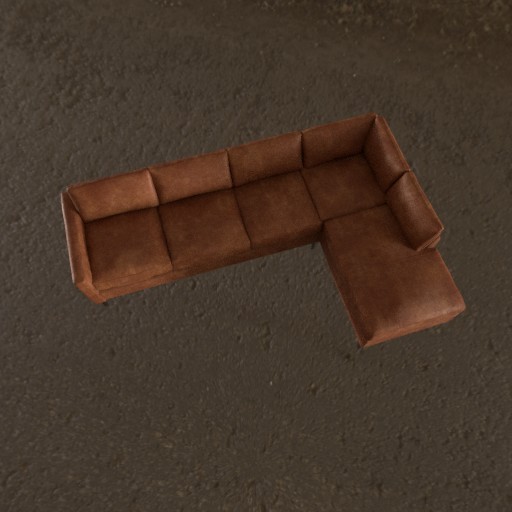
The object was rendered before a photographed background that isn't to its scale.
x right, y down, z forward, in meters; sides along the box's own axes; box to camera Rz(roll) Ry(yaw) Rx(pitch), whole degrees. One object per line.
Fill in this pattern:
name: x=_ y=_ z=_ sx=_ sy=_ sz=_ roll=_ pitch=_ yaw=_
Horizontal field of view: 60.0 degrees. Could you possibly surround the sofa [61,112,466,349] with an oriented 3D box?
sofa: x=0.000 y=0.000 z=3.816 sx=2.984 sy=0.877 sz=1.938 roll=-15 pitch=66 yaw=-7
